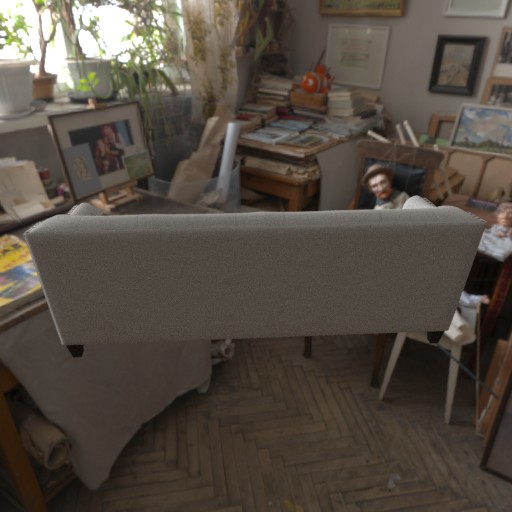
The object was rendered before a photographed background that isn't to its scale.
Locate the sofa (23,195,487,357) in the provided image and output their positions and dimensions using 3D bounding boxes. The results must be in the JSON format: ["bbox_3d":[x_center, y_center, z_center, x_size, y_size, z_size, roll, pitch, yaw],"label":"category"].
[{"bbox_3d":[0.000,0.000,2.704,2.235,0.901,0.914,-2,29,-3],"label":"sofa"}]
